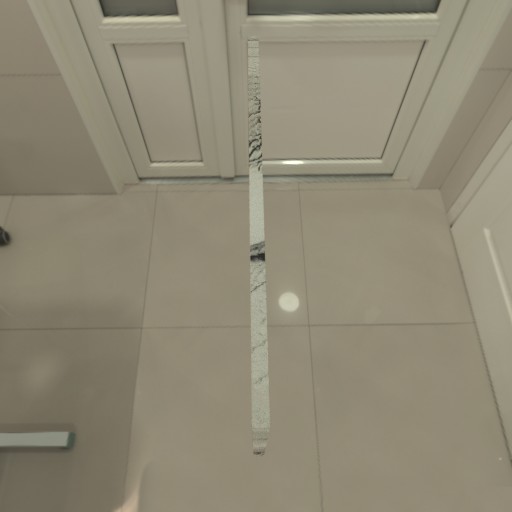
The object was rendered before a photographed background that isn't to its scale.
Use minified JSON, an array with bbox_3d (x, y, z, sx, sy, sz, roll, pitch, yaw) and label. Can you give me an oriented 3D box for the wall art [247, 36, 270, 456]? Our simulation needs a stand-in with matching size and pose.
[{"bbox_3d":[0.000,0.000,1.441,0.035,0.758,1.141,-1,62,0],"label":"wall art"}]
